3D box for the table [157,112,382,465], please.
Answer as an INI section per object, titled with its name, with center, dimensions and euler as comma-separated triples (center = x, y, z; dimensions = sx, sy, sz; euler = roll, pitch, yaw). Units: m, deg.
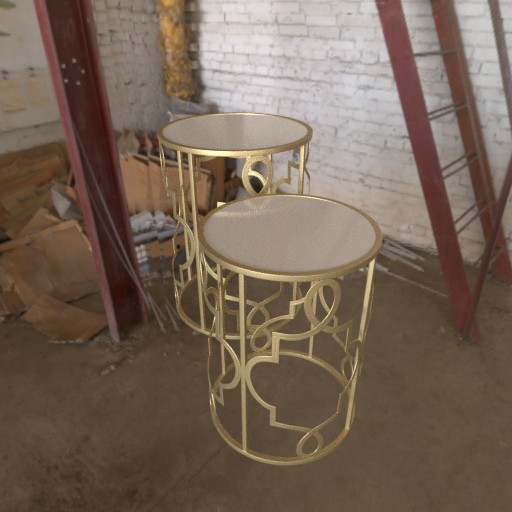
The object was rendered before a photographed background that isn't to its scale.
[table]
center = 0.000, 0.000, 1.173
dimensions = 0.420, 0.564, 0.846
euler = -8, 31, -13
